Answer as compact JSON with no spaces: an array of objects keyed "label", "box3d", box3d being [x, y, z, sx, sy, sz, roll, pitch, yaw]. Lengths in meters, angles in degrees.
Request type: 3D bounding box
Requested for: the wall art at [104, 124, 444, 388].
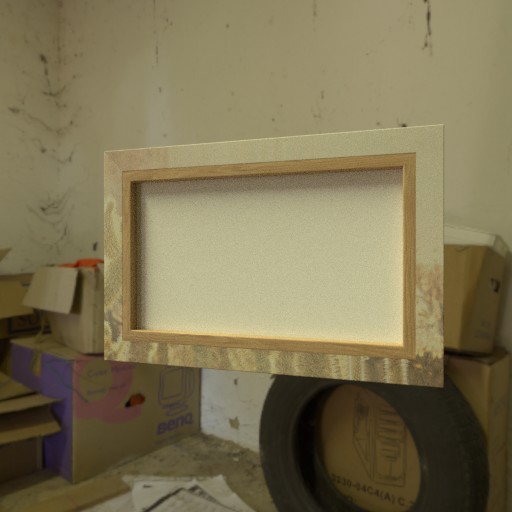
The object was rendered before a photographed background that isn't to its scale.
[{"label":"wall art","box3d":[0.000,0.000,1.460,1.142,0.758,0.041,0,0,17]}]
